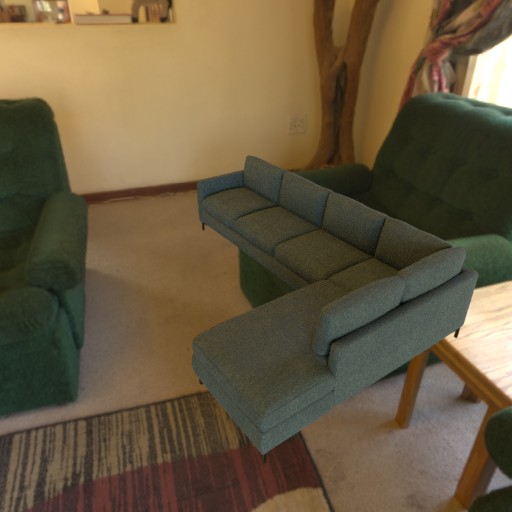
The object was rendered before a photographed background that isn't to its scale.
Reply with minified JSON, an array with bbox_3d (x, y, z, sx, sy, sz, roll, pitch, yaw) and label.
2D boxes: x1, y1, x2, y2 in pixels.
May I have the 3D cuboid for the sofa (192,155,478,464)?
[{"bbox_3d":[0.000,0.000,3.883,2.007,0.815,2.949,-20,36,-30],"label":"sofa"}]
